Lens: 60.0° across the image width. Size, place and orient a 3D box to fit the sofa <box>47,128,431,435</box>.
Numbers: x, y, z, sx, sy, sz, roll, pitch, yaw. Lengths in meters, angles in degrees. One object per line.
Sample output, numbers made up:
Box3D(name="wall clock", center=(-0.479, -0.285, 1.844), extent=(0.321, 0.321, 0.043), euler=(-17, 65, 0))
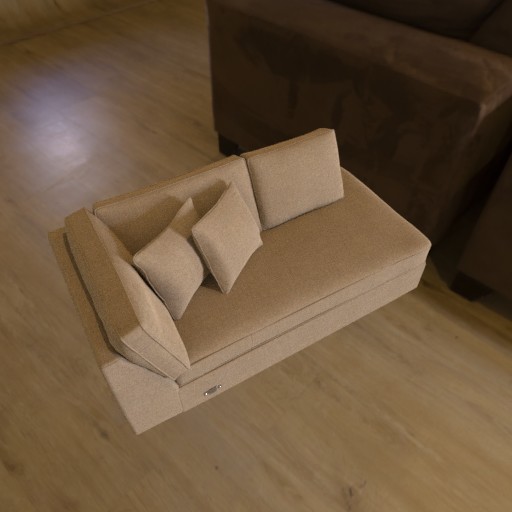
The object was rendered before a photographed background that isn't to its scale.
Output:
Box3D(name="sofa", center=(0.000, 0.000, 2.904), extent=(2.238, 1.019, 1.110), euler=(-23, 50, -21))
